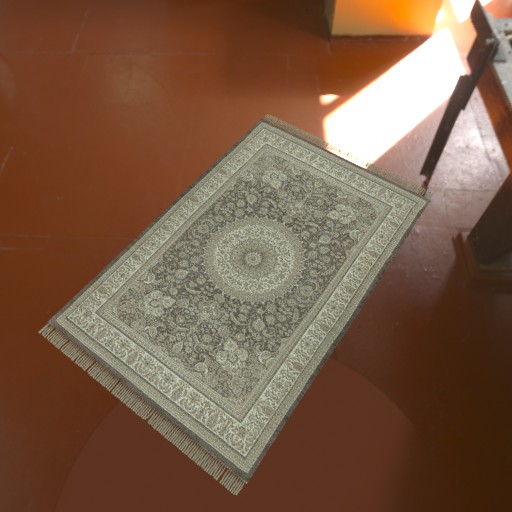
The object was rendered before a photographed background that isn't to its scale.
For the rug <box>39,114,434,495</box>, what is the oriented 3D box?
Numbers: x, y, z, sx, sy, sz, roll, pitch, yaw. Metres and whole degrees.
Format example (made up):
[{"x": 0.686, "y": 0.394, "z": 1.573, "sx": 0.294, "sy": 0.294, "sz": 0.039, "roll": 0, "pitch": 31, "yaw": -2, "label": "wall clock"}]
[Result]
[{"x": 0.000, "y": 0.000, "z": 4.193, "sx": 2.143, "sy": 0.015, "sz": 3.422, "roll": 31, "pitch": 63, "yaw": 18, "label": "rug"}]
